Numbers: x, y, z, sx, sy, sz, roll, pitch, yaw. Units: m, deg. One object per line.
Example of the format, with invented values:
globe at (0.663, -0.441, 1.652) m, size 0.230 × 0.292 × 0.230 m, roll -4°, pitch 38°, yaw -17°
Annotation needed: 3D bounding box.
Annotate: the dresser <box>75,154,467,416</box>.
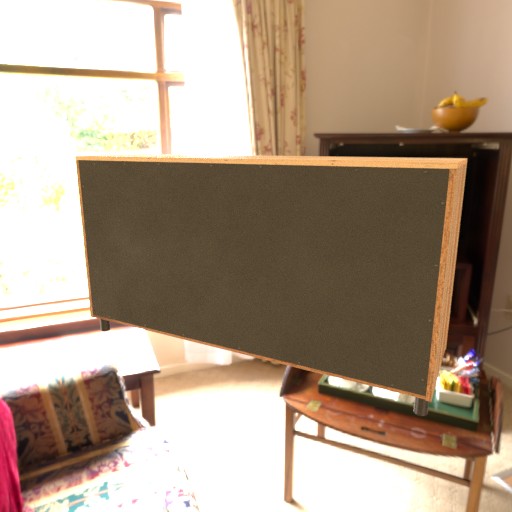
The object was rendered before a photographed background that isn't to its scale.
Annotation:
dresser at (0.000, 0.000, 1.909) m, size 1.547 × 0.834 × 0.487 m, roll 7°, pitch 16°, yaw 27°
